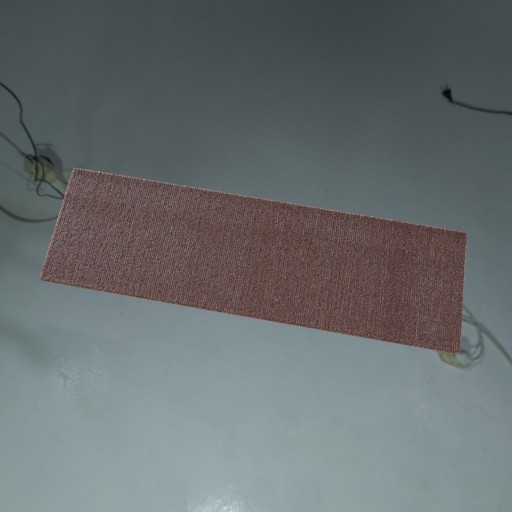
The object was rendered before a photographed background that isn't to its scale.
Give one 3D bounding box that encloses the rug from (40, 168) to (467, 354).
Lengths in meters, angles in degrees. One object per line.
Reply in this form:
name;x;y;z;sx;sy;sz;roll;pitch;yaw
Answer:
rug;0.000;0.000;2.478;2.307;0.012;0.687;10;75;3
